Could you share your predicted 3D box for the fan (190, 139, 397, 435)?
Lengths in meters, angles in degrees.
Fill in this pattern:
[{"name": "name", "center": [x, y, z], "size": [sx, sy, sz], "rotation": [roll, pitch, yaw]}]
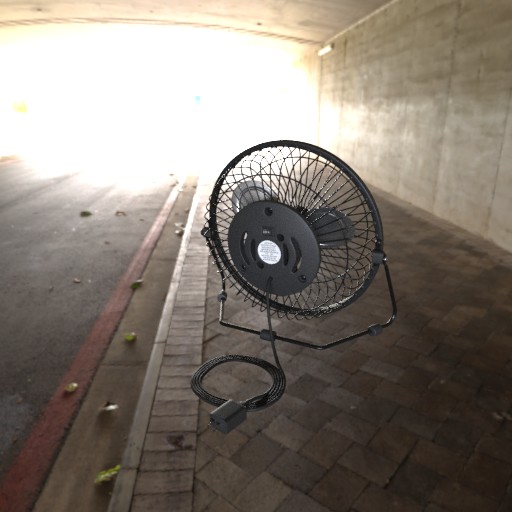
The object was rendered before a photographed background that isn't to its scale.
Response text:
[{"name": "fan", "center": [0.000, 0.000, 0.381], "size": [0.209, 0.188, 0.227], "rotation": [9, 20, 26]}]
